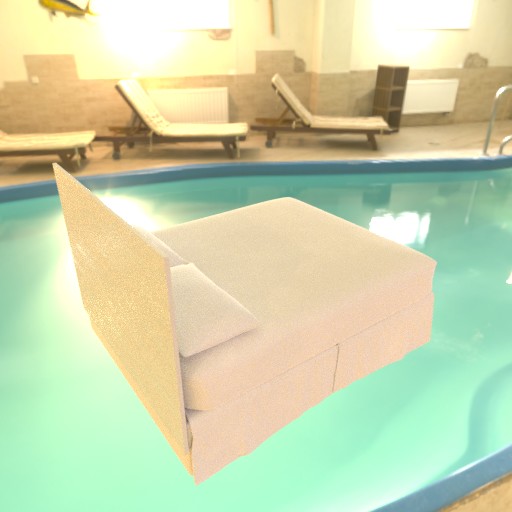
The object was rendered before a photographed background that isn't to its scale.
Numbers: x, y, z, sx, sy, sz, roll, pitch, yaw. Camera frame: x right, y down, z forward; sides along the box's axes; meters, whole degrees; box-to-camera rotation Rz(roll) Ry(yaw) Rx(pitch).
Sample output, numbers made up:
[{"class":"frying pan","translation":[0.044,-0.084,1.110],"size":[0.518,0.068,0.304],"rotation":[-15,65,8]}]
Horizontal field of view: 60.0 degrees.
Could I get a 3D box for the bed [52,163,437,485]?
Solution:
[{"class":"bed","translation":[0.000,0.000,3.130],"size":[2.094,1.335,1.745],"rotation":[-19,33,-32]}]
